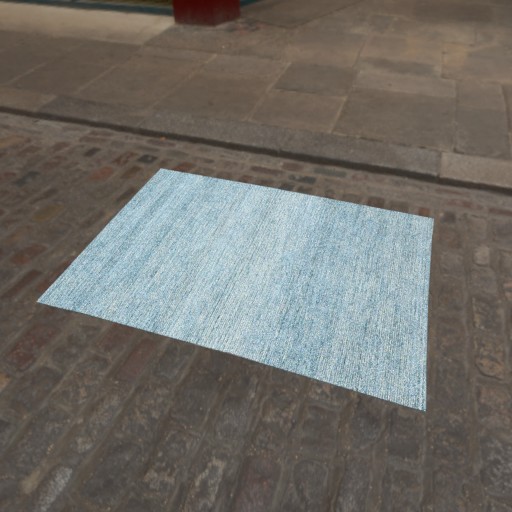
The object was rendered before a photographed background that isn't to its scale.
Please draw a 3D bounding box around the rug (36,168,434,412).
[{"bbox_3d":[0.000,0.000,2.964,2.260,0.026,1.611,13,44,14],"label":"rug"}]
